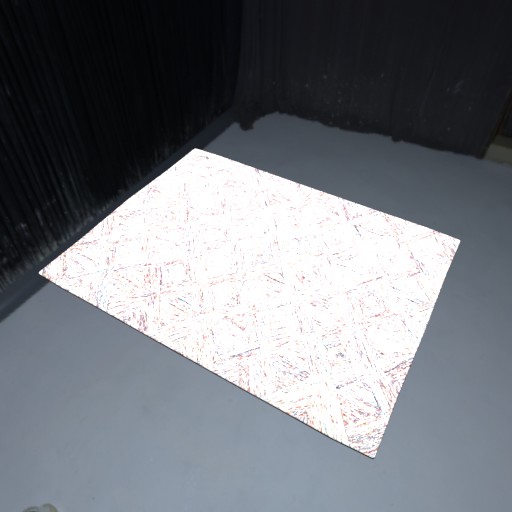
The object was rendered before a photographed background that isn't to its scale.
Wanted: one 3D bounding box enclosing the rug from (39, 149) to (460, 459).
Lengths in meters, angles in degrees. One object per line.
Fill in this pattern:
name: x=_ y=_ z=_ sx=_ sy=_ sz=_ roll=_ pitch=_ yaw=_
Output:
rug: x=0.000 y=0.000 z=4.187 sx=3.226 sy=0.024 sz=2.436 roll=23 pitch=50 yaw=21
